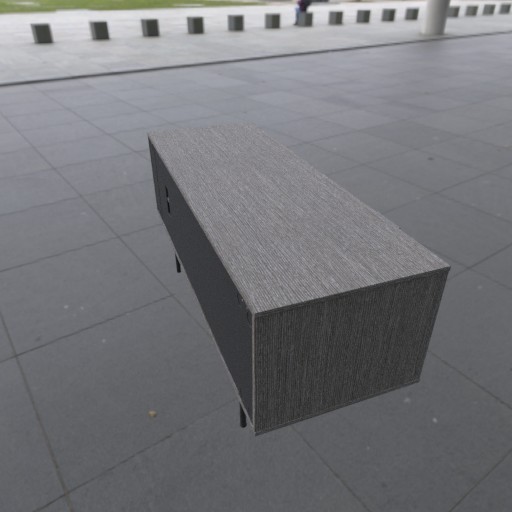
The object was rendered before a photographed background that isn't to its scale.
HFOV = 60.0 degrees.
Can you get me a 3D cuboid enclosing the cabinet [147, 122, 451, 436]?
[{"bbox_3d":[0.000,0.000,1.609,0.500,0.599,1.300,-11,33,-18],"label":"cabinet"}]
